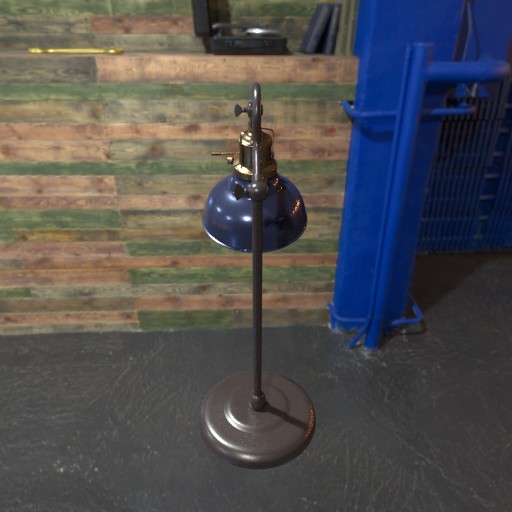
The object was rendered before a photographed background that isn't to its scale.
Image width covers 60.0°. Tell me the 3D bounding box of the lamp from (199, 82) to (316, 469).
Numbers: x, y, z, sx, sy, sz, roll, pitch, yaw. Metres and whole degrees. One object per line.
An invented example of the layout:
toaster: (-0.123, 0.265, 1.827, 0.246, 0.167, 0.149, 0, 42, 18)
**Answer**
lamp: (0.000, 0.000, 0.691, 0.192, 0.508, 0.374, -1, 29, -1)
